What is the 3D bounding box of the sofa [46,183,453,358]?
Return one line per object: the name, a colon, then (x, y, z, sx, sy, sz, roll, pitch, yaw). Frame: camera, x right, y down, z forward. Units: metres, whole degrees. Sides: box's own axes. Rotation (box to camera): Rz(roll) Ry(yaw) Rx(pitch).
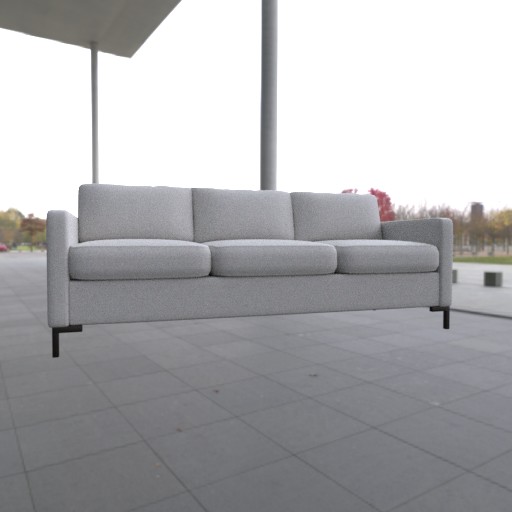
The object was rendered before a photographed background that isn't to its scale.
sofa: (0.000, 0.000, 2.688, 2.218, 0.874, 0.859, -1, 2, -18)
